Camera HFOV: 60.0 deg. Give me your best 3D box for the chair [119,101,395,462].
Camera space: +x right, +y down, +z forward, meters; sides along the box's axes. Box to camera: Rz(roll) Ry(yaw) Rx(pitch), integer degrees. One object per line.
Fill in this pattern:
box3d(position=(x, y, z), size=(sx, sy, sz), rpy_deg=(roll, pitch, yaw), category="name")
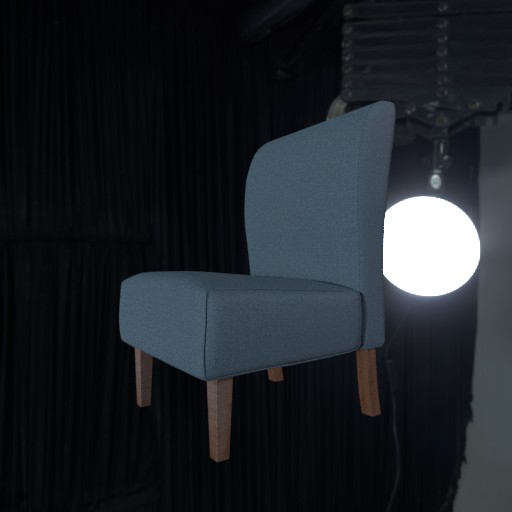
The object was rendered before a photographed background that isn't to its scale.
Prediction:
box3d(position=(0.000, 0.000, 1.170), size=(0.592, 0.804, 0.513), rpy_deg=(0, -1, -36), category="chair")
